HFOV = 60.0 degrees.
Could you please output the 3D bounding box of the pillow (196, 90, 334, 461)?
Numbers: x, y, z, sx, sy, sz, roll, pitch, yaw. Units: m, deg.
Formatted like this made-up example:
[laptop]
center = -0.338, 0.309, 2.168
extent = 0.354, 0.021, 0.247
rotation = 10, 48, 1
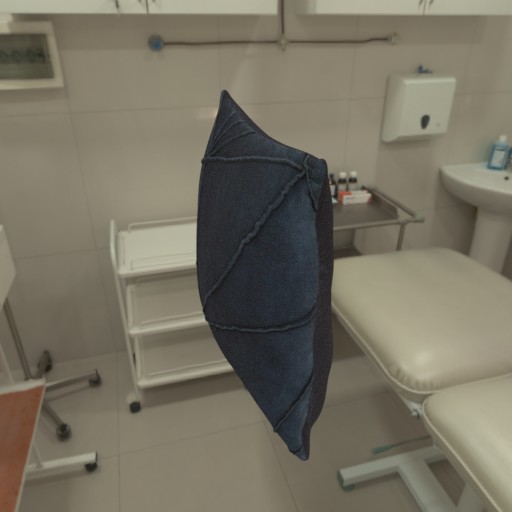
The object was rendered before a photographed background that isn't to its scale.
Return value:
[pillow]
center = 0.000, 0.000, 0.695
extent = 0.183, 0.440, 0.439
rotation = -8, 29, -14
